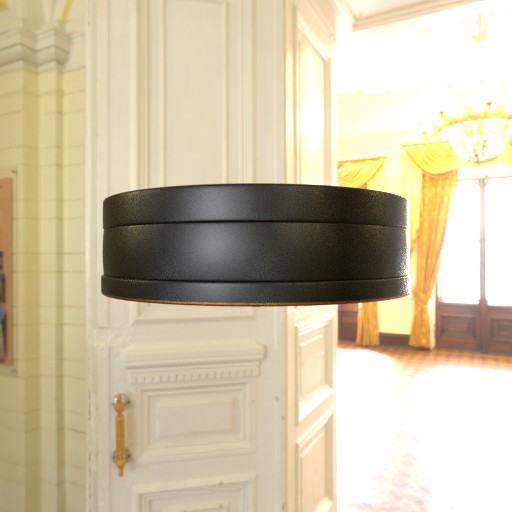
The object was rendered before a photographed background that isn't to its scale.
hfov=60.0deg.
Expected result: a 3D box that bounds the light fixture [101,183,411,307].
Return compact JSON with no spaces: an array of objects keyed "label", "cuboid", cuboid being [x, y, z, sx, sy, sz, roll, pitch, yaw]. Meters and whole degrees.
[{"label":"light fixture","cuboid":[0.000,0.000,0.429,0.283,0.097,0.283,0,0,0]}]
